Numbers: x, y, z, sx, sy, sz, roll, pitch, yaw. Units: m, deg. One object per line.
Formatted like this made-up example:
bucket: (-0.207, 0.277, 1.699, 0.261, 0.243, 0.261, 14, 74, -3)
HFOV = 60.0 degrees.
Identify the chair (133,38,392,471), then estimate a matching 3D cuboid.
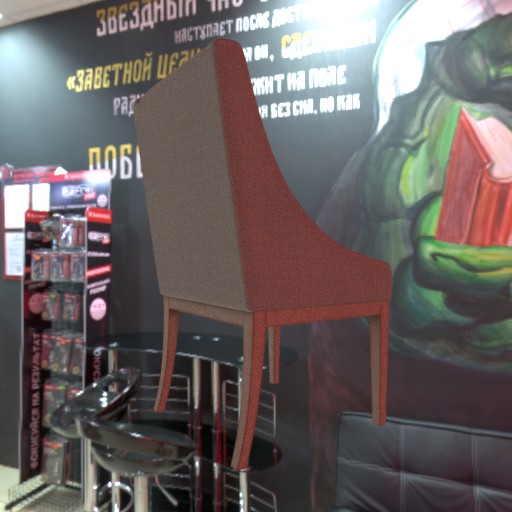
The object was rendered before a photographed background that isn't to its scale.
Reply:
chair: (0.000, 0.000, 1.395, 0.611, 1.021, 0.575, 0, 1, -36)
